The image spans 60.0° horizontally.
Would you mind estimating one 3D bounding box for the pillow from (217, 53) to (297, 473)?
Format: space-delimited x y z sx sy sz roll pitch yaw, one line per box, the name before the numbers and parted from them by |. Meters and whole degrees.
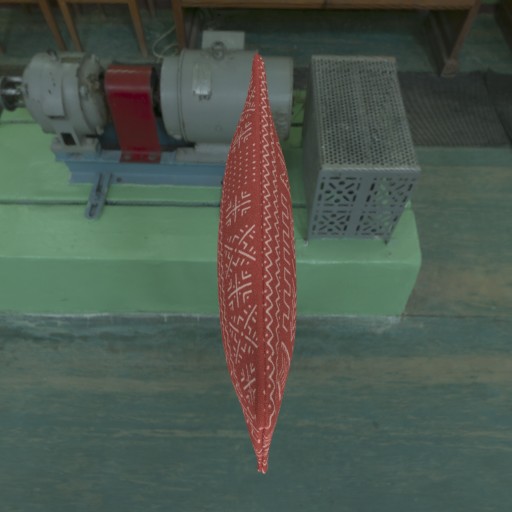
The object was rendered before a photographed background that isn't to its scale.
pillow | 0.000 0.000 0.761 0.130 0.352 0.640 0 58 0
